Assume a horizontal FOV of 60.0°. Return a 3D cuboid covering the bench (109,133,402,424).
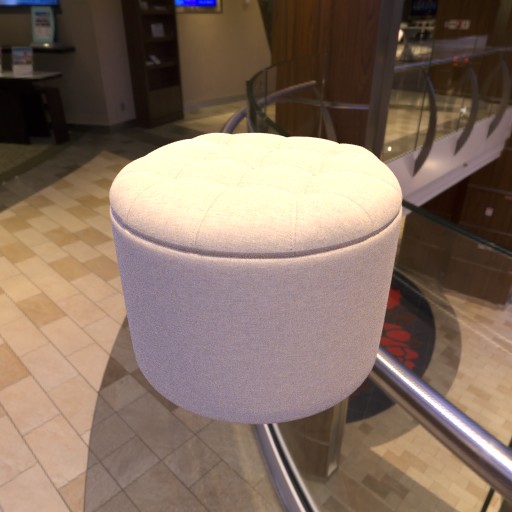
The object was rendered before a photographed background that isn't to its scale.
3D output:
[{"bbox_3d":[0.000,0.000,1.014,0.600,0.454,0.600,0,29,0],"label":"bench"}]
